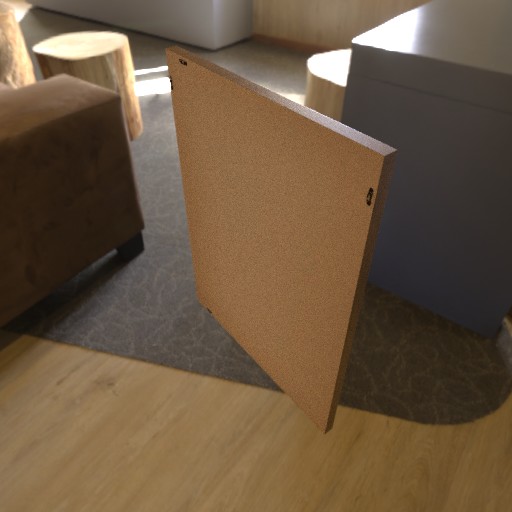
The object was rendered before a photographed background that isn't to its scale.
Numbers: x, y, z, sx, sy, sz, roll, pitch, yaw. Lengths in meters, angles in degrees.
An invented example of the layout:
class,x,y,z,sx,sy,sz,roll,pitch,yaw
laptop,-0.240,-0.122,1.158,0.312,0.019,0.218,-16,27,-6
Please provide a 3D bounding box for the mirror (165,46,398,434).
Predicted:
class,x,y,z,sx,sy,sz,roll,pitch,yaw
mirror,0.000,0.000,1.341,0.041,1.016,0.762,-28,49,-28
